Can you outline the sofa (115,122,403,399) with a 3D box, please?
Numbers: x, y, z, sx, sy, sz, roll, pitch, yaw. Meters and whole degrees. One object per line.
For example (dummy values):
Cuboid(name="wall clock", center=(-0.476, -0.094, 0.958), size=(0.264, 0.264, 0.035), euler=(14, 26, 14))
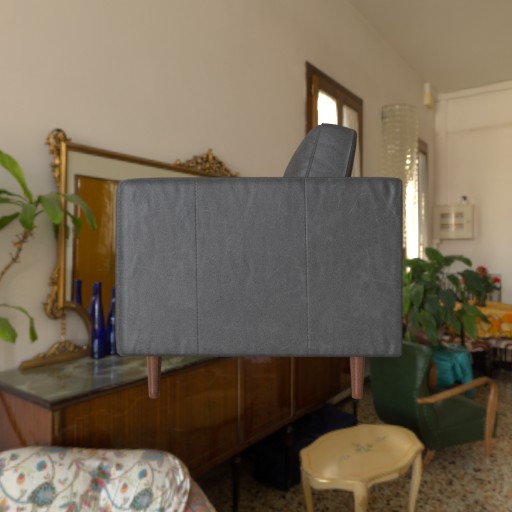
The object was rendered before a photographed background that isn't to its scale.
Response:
Cuboid(name="sofa", center=(0.000, 0.000, 2.017), size=(0.879, 0.899, 1.430), euler=(0, 1, 1))
